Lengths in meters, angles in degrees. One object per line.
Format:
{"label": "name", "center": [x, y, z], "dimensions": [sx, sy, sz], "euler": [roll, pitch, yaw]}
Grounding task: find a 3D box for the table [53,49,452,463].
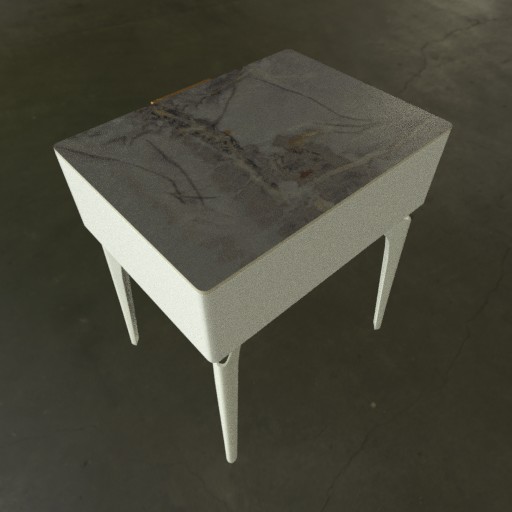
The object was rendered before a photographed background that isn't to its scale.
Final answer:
{"label": "table", "center": [0.000, 0.000, 0.896], "dimensions": [0.500, 0.570, 0.400], "euler": [-34, 56, -26]}
